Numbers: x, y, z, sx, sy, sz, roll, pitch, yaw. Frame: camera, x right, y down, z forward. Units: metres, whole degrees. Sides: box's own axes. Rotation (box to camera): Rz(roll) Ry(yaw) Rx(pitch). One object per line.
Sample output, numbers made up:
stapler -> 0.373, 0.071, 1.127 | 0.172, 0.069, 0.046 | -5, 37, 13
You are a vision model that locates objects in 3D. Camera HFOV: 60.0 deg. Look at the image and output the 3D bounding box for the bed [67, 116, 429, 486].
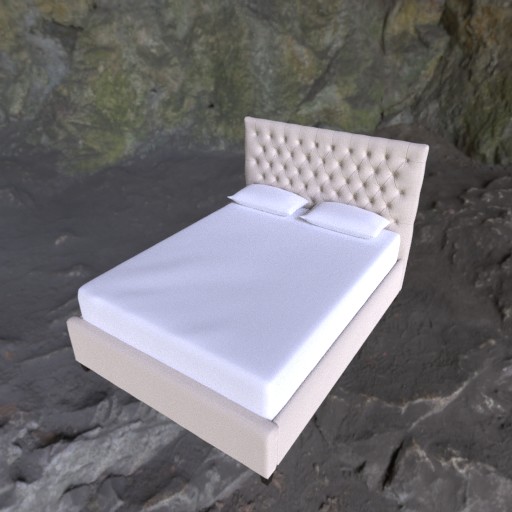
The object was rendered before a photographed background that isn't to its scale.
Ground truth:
bed -> 0.000, 0.000, 3.305 | 1.696, 1.426, 2.233 | 19, 35, 29
